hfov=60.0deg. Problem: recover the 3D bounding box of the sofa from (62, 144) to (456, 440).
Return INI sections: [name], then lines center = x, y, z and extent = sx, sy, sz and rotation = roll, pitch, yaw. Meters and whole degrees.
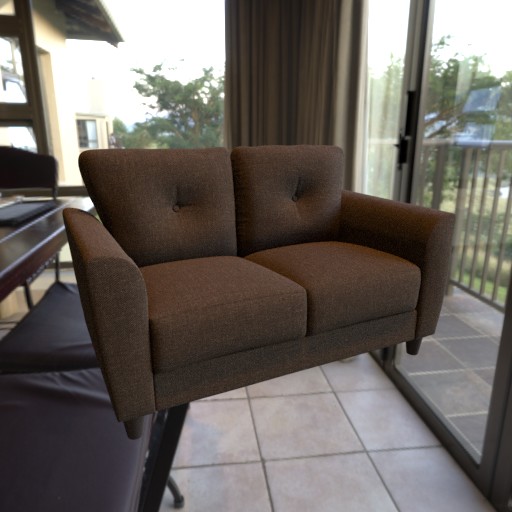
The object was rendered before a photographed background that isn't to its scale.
[sofa]
center = 0.000, 0.000, 1.873
extent = 1.423, 0.885, 0.851
rotation = -8, 18, -26
